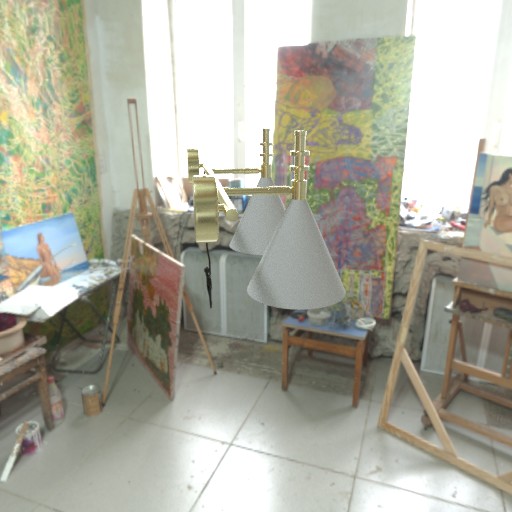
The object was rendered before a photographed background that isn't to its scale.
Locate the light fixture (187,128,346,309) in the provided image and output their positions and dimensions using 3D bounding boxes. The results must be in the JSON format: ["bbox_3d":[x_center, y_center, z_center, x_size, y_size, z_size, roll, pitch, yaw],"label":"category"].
[{"bbox_3d":[0.000,0.000,0.849,0.239,0.468,0.642,-3,17,-9],"label":"light fixture"}]
